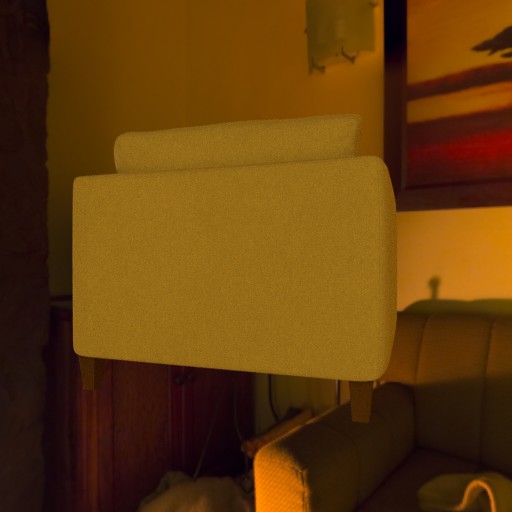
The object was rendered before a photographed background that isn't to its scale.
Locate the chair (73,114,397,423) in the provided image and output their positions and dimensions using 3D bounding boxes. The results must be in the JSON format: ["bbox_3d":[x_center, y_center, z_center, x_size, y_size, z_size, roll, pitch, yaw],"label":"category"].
[{"bbox_3d":[0.000,0.000,1.845,1.107,0.961,0.959,0,0,19],"label":"chair"}]
